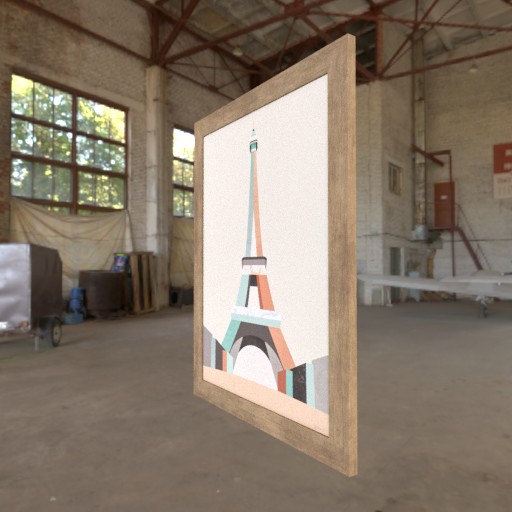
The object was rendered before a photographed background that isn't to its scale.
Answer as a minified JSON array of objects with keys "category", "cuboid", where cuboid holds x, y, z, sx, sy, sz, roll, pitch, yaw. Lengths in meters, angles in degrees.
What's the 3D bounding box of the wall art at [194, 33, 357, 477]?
[{"category":"wall art","cuboid":[0.000,0.000,0.910,0.018,0.686,0.534,1,-2,-34]}]
